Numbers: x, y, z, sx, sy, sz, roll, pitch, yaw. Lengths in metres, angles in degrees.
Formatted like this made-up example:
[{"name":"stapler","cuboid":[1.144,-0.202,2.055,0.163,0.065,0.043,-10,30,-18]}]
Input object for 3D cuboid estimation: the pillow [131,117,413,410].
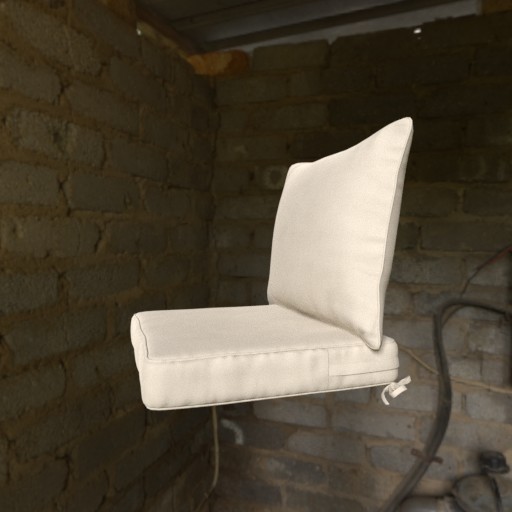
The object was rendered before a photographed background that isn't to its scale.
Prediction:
[{"name":"pillow","cuboid":[0.000,0.000,1.377,0.733,0.716,0.798,-1,2,-18]}]
